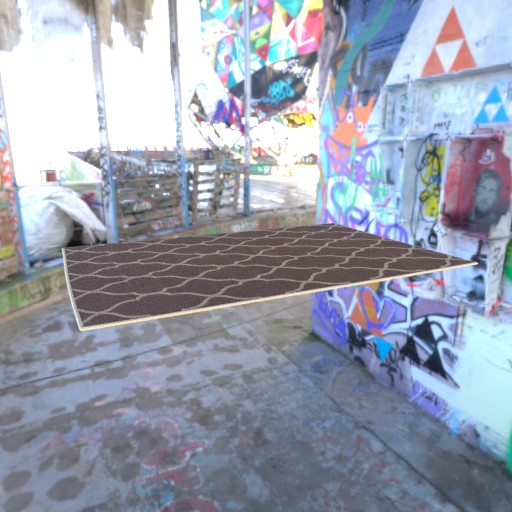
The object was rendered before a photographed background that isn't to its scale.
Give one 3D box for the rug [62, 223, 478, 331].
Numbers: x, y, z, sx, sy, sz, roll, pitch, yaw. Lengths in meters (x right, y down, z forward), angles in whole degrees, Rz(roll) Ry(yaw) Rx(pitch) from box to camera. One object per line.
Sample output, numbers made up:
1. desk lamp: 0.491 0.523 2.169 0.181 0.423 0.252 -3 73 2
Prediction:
1. rug: 0.000 0.000 2.890 2.294 0.014 1.528 -7 16 -25
